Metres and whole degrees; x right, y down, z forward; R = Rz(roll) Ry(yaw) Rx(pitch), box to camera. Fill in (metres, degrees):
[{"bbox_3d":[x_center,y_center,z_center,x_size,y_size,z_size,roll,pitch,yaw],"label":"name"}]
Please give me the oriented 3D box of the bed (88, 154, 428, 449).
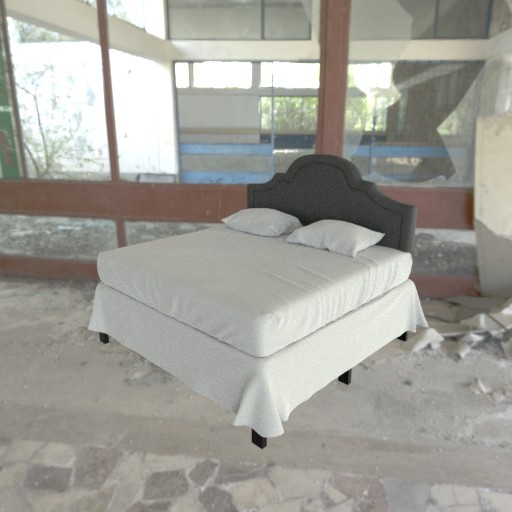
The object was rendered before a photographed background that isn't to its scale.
[{"bbox_3d":[0.000,0.000,3.840,2.303,1.631,2.222,16,23,41],"label":"bed"}]
